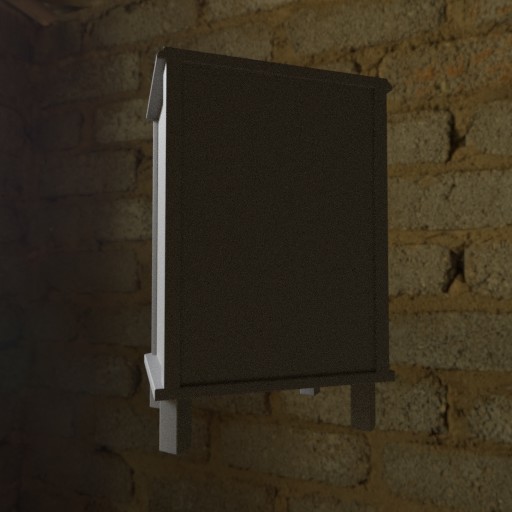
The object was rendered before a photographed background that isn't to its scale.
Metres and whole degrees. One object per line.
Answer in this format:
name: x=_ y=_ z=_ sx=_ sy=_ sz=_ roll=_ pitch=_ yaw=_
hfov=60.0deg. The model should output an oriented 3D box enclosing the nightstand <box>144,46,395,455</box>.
nightstand: x=0.000 y=0.000 z=0.953 sx=0.450 sy=0.680 sz=0.350 roll=1 pitch=-2 yaw=-17
